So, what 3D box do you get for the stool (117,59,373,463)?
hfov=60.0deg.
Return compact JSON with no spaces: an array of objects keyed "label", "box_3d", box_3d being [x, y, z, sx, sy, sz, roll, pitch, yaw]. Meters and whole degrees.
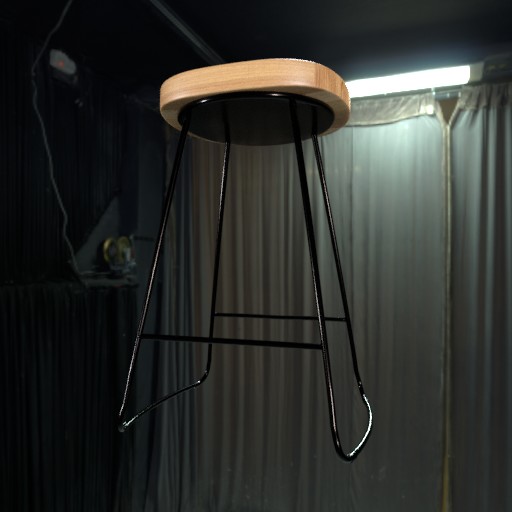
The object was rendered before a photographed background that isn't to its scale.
[{"label":"stool","box_3d":[0.000,0.000,0.945,0.480,0.679,0.401,0,-1,18]}]
